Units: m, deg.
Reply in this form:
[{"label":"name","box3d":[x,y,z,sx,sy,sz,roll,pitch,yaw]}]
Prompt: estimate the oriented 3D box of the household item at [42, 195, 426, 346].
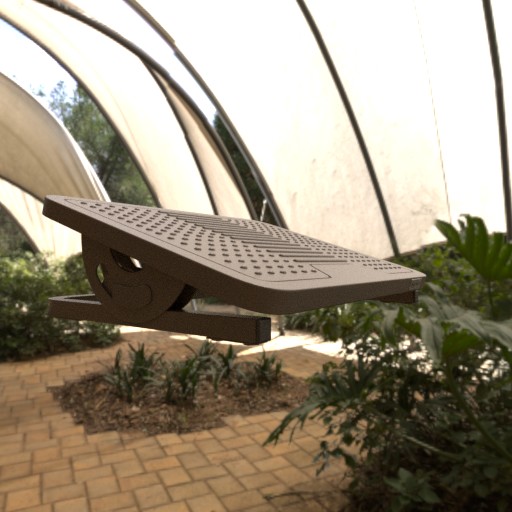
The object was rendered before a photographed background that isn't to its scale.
[{"label":"household item","box3d":[0.000,0.000,0.523,0.301,0.126,0.390,0,-1,36]}]
